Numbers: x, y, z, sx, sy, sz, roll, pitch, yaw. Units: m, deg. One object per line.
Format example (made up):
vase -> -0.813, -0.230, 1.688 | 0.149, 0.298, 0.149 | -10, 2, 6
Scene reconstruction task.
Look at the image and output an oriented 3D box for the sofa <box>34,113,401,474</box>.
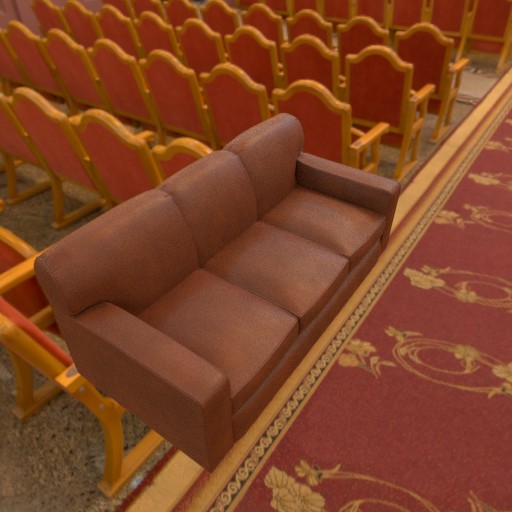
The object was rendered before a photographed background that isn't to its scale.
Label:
sofa -> 0.000, 0.000, 2.584 | 1.008, 0.953, 2.039 | 24, 45, 27
